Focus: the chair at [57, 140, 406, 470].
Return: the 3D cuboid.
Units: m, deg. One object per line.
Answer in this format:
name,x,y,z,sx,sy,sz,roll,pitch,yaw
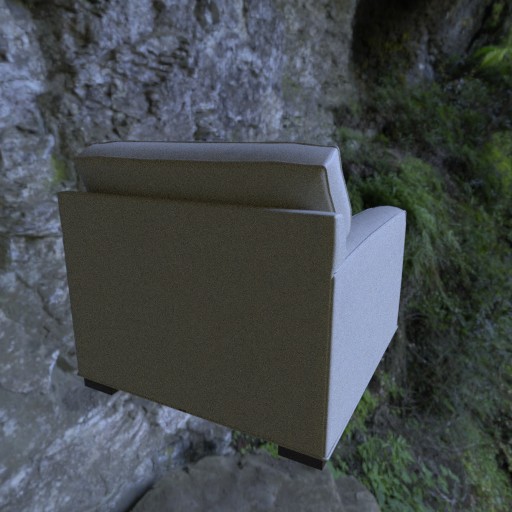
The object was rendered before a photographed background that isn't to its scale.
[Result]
chair,0.000,0.000,1.794,0.998,0.913,1.043,8,17,27
